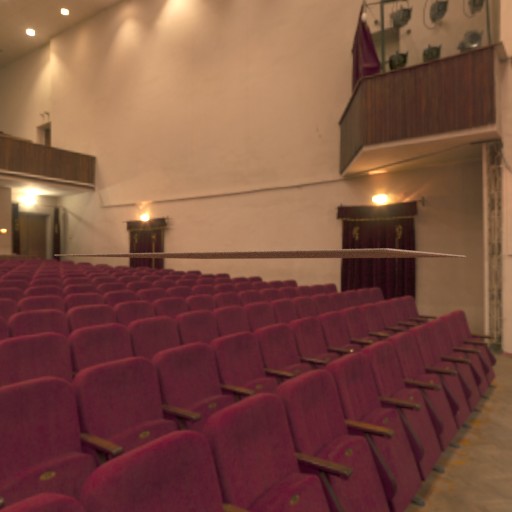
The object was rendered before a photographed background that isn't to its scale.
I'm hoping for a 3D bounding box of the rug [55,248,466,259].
[{"bbox_3d":[0.000,0.000,2.243,1.749,0.015,1.141,-1,-1,36],"label":"rug"}]
